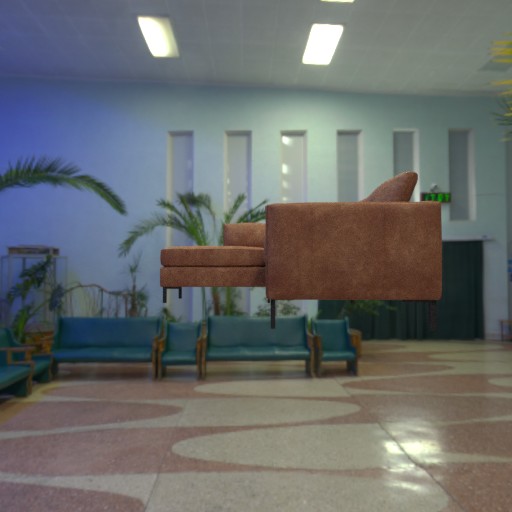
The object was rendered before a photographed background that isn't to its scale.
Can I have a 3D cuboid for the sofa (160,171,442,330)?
[{"bbox_3d":[0.000,0.000,3.729,1.938,0.877,2.984,0,-2,1],"label":"sofa"}]
